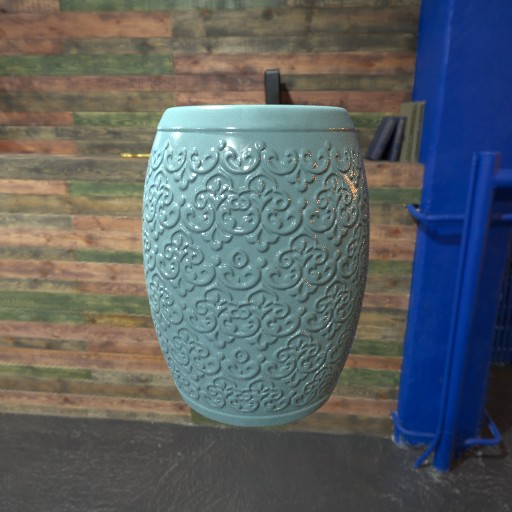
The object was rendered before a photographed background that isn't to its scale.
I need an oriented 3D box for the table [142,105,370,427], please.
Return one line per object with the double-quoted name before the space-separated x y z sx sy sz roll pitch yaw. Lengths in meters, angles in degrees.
"table" 0.000 0.000 0.627 0.309 0.397 0.309 0 16 0
